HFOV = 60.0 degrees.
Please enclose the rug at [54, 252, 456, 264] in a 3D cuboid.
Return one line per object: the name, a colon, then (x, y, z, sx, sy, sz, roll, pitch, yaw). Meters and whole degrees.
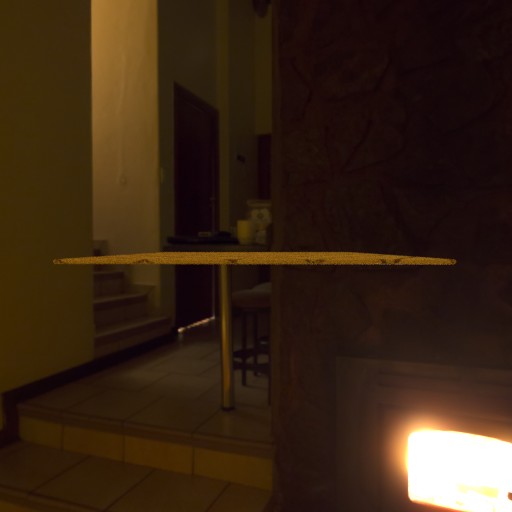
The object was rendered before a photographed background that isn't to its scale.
rug: (0.000, 0.000, 4.178, 2.438, 0.029, 3.047, 0, 1, 0)
